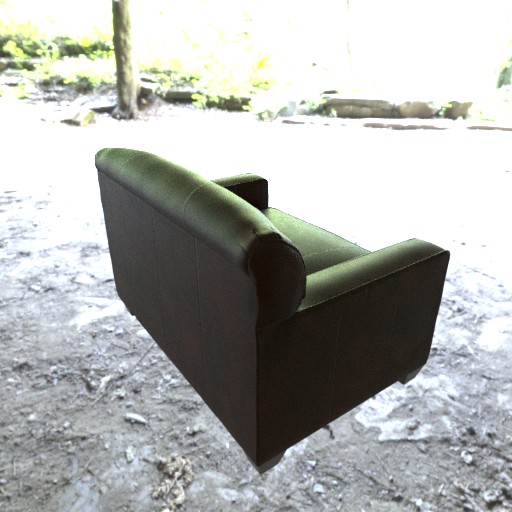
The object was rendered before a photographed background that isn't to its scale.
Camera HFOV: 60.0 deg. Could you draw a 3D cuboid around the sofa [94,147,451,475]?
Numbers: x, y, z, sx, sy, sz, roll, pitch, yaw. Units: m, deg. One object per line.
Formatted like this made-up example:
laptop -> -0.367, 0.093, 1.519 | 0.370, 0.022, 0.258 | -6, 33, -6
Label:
sofa -> 0.000, 0.000, 2.072 | 1.000, 0.956, 1.413 | -17, 31, -31
